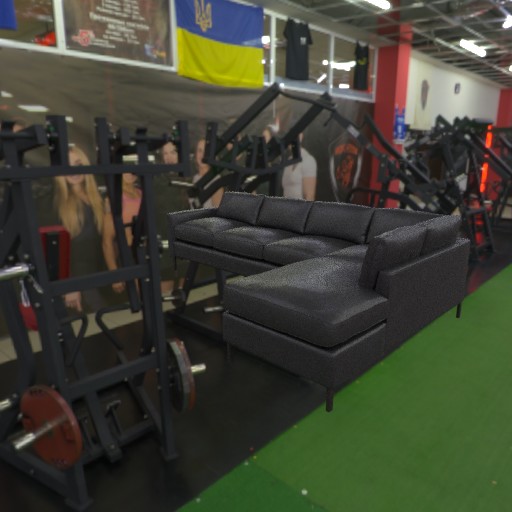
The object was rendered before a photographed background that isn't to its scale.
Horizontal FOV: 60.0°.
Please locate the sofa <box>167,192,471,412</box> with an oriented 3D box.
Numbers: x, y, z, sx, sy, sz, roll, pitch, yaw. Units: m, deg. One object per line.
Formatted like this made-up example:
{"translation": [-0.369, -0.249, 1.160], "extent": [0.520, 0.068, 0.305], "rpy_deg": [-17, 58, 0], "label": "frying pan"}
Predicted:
{"translation": [0.000, 0.000, 3.898], "extent": [2.984, 0.877, 1.938], "rpy_deg": [14, 20, 43], "label": "sofa"}
